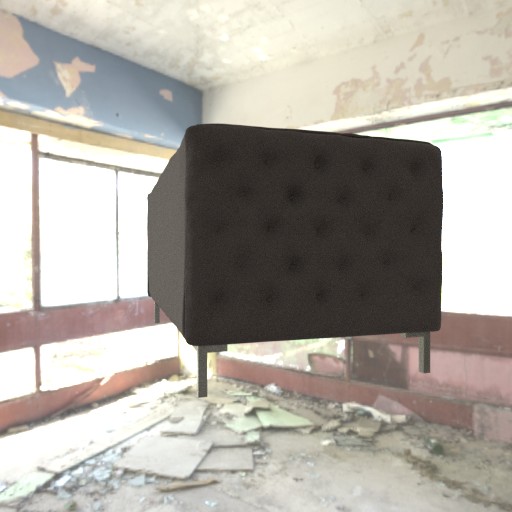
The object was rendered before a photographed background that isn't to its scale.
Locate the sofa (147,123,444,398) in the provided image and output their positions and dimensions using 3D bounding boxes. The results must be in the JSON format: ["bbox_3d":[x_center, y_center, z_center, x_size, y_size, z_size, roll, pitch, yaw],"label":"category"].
[{"bbox_3d":[0.000,0.000,2.111,0.909,0.810,1.583,0,0,-18],"label":"sofa"}]
